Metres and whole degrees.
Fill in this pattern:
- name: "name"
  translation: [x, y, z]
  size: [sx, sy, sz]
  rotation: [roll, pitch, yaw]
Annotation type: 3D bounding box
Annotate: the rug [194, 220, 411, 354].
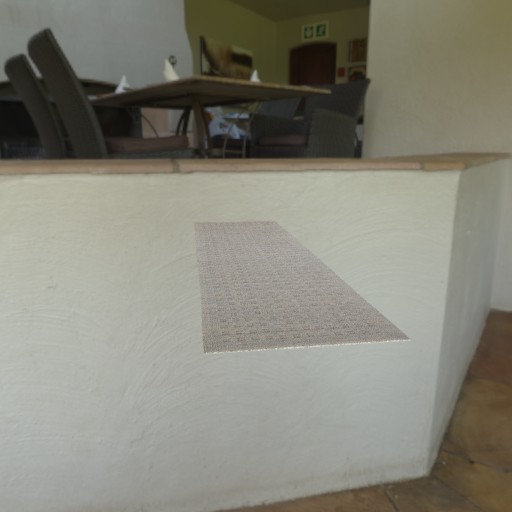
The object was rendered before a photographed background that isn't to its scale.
- name: "rug"
  translation: [0.000, 0.000, 2.590]
  size: [0.688, 0.005, 2.437]
  rotation: [-2, 14, -8]
